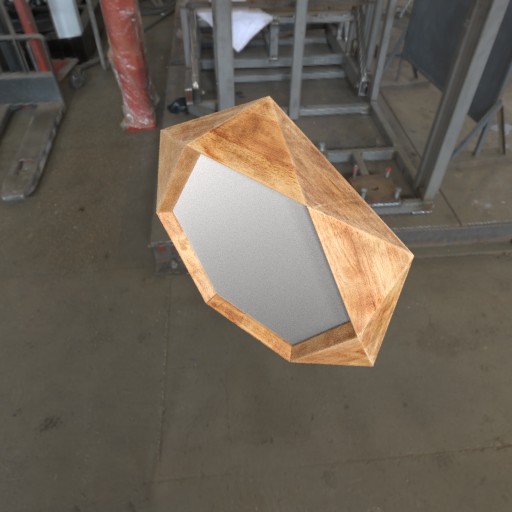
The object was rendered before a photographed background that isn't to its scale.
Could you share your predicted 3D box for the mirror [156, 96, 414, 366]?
[{"bbox_3d":[0.000,0.000,1.066,0.675,0.779,0.091,31,54,26],"label":"mirror"}]
